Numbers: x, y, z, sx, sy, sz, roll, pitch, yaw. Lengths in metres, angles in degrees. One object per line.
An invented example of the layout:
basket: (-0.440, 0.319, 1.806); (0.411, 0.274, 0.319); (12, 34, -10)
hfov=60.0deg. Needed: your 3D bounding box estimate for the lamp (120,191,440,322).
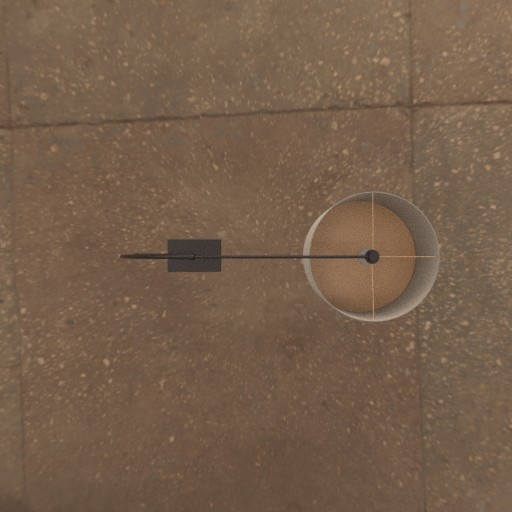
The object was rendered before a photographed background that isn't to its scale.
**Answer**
lamp: (0.000, 0.000, 2.529); (1.424, 1.927, 0.493); (0, 90, 1)
